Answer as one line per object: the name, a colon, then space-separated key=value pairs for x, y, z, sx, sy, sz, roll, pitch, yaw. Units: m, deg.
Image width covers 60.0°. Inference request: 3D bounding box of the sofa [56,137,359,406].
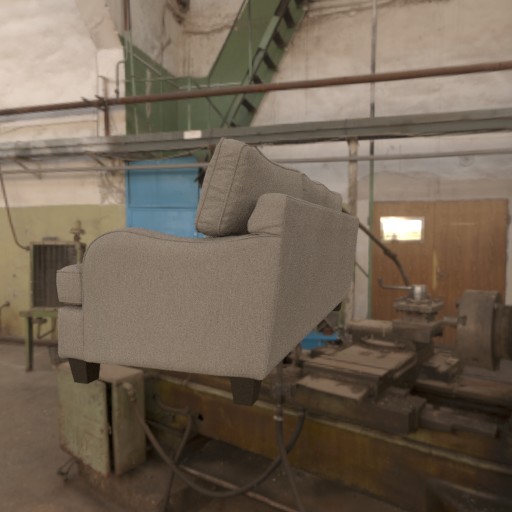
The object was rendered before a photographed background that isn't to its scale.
sofa: x=0.000 y=0.000 z=2.754 sx=1.016 sy=0.991 sz=2.323 roll=1 pitch=3 yaw=19
